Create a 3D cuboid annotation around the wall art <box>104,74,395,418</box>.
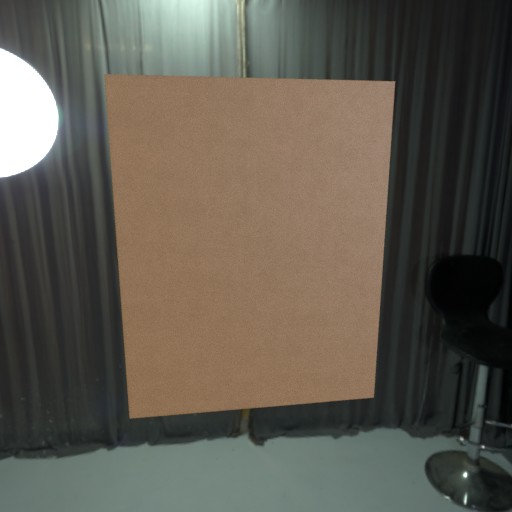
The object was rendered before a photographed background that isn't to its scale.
[{"bbox_3d":[0.000,0.000,1.333,0.798,1.002,0.030,-2,13,-8],"label":"wall art"}]
